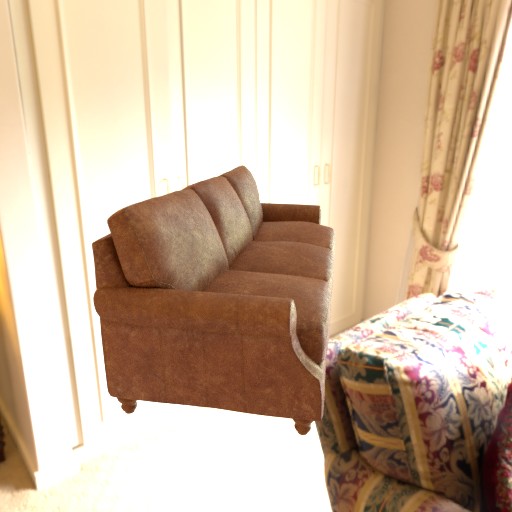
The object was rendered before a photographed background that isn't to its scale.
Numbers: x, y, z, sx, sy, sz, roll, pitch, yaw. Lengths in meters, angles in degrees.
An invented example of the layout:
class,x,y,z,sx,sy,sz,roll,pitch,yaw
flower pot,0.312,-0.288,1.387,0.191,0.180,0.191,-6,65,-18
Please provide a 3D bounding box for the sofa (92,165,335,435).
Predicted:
class,x,y,z,sx,sy,sz,roll,pitch,yaw
sofa,0.000,0.000,2.802,0.973,0.977,2.351,3,16,10
